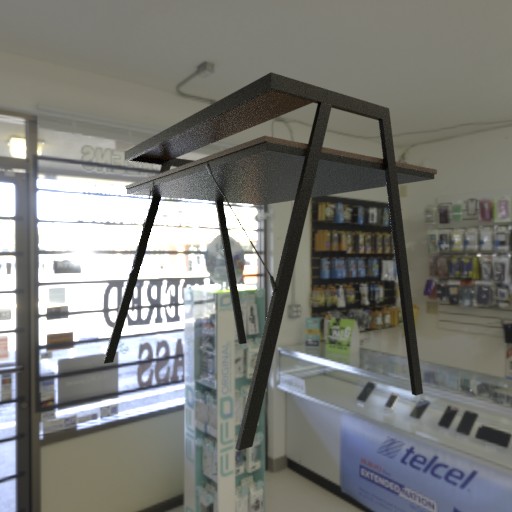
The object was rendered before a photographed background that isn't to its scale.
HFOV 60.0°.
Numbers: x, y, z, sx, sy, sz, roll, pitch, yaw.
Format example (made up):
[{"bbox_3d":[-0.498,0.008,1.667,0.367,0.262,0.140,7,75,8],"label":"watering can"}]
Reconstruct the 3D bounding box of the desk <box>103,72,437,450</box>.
[{"bbox_3d":[0.000,0.000,1.875,0.936,0.998,1.143,0,0,-36],"label":"desk"}]
